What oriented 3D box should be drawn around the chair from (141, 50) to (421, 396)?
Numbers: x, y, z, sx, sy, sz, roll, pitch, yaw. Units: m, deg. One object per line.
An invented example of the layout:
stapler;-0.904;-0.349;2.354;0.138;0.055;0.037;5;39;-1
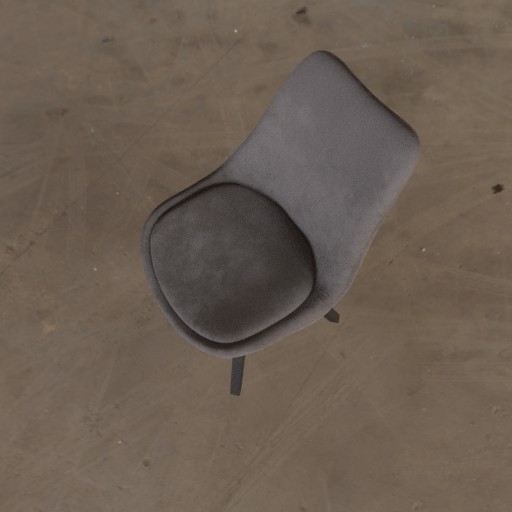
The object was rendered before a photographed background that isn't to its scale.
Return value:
chair;0.000;0.000;1.152;0.550;0.850;0.476;-31;69;-13
